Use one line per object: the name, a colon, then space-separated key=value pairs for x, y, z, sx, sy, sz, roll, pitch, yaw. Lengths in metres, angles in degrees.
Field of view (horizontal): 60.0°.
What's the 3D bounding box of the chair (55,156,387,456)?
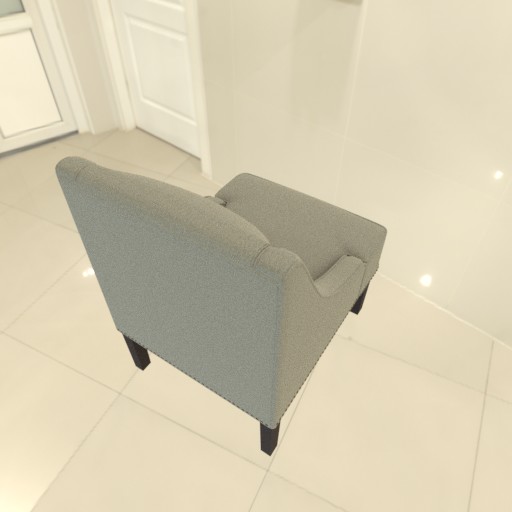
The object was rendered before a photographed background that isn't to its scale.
chair: x=0.000 y=0.000 z=1.374 sx=0.610 sy=0.864 sz=0.737 roll=25 pitch=51 yaw=22
